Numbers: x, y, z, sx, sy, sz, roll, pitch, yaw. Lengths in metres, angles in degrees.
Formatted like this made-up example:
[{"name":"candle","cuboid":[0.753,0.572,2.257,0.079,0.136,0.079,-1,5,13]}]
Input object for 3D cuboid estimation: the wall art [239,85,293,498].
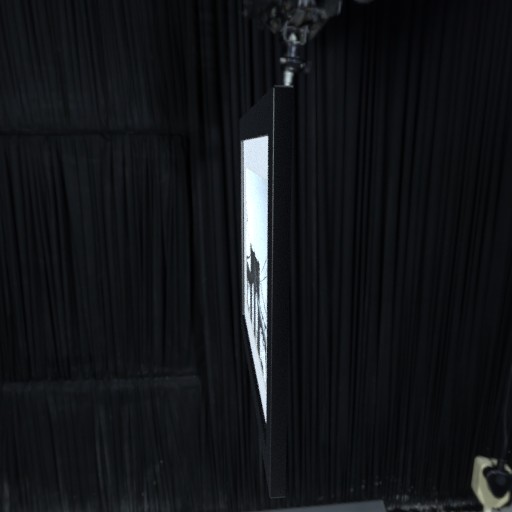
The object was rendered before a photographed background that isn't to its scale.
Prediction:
[{"name":"wall art","cuboid":[0.000,0.000,0.711,0.018,0.450,0.521,-1,14,-5]}]
